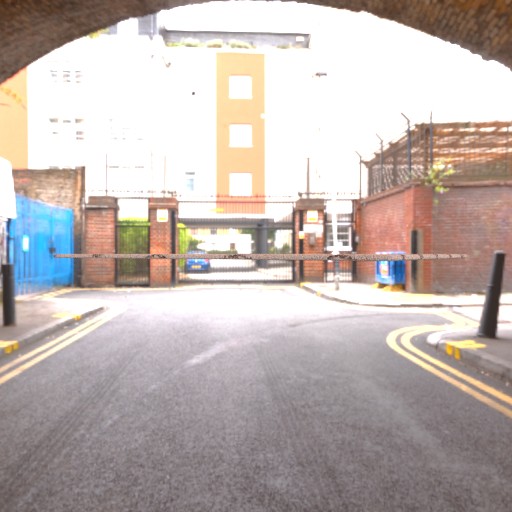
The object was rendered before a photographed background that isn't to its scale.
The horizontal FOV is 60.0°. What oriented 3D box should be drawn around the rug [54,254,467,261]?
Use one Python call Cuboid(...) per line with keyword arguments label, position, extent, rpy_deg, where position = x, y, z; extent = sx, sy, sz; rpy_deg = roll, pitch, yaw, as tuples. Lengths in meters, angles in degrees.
Cuboid(label="rug", position=(0.000, 0.000, 3.488), extent=(2.743, 0.030, 1.778), rpy_deg=(0, 0, 35))
